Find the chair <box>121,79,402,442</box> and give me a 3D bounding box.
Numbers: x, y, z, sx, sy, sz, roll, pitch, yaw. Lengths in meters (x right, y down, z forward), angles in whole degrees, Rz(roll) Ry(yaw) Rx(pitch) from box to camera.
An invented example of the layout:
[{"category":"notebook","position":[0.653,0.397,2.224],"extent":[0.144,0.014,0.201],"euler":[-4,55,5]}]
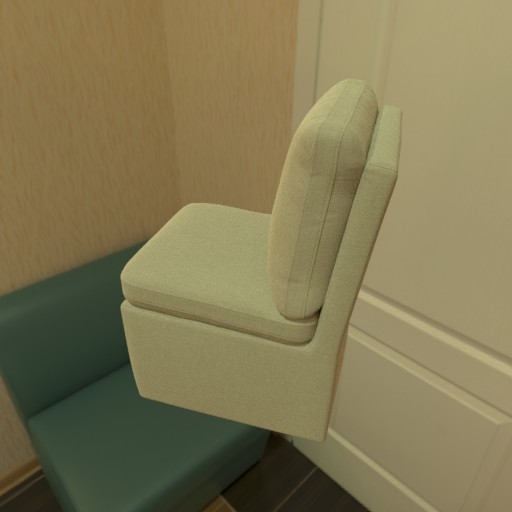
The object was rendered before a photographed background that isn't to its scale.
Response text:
[{"category":"chair","position":[0.000,0.000,1.304],"extent":[0.698,0.927,0.503],"euler":[9,33,14]}]
